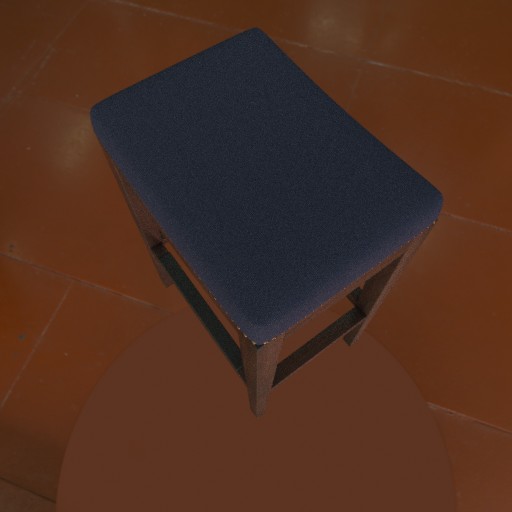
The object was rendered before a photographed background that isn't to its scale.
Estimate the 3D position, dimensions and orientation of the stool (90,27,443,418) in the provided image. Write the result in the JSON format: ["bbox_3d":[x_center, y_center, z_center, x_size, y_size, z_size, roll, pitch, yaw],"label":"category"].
[{"bbox_3d":[0.000,0.000,0.999,0.358,0.740,0.498,-33,68,-15],"label":"stool"}]
